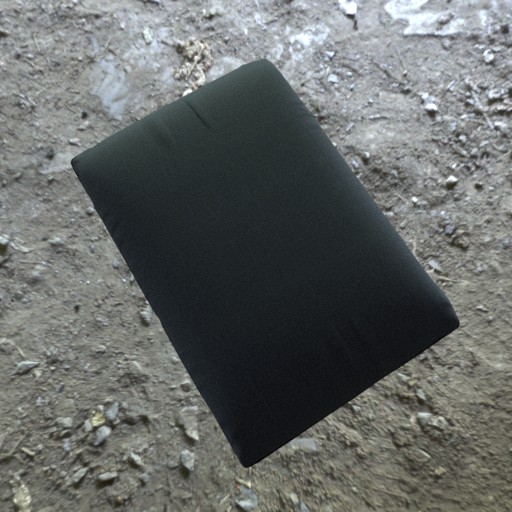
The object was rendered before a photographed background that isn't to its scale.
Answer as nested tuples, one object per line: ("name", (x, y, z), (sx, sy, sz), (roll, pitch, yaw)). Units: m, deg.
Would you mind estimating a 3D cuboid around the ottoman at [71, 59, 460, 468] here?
("ottoman", (0.000, 0.000, 1.100), (0.558, 0.486, 0.767), (-31, 78, -7))
